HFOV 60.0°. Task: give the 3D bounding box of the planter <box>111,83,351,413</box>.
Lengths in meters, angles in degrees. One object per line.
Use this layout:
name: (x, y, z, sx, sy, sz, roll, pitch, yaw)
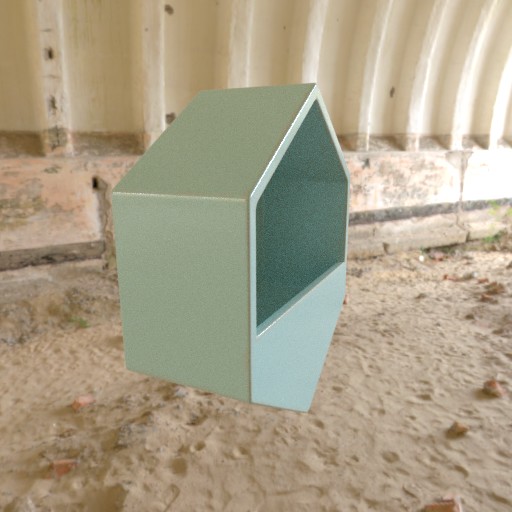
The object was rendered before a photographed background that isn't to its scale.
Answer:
planter: (0.000, 0.000, 0.287, 0.078, 0.207, 0.169, 7, 16, 25)
